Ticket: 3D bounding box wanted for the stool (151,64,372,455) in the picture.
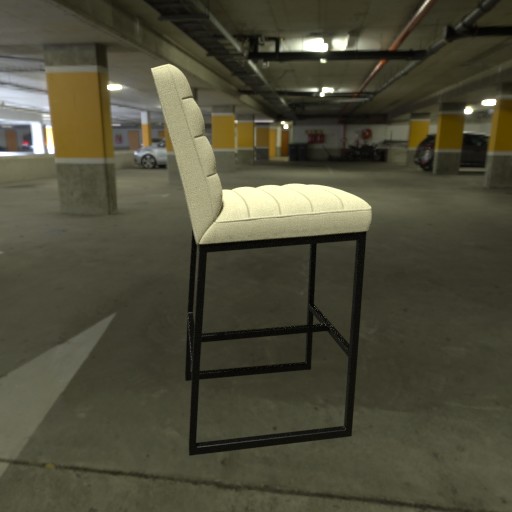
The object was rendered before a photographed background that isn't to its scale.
[{"bbox_3d":[0.000,0.000,1.378,0.560,1.040,0.460,-3,14,-10],"label":"stool"}]
